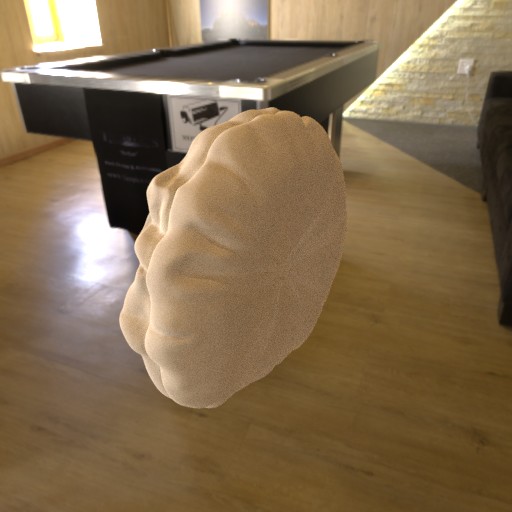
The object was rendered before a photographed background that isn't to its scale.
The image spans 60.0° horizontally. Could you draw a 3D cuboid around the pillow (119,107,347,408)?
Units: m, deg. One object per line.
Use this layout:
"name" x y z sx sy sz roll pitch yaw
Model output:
"pillow" 0.000 0.000 0.641 0.148 0.407 0.428 21 36 32
